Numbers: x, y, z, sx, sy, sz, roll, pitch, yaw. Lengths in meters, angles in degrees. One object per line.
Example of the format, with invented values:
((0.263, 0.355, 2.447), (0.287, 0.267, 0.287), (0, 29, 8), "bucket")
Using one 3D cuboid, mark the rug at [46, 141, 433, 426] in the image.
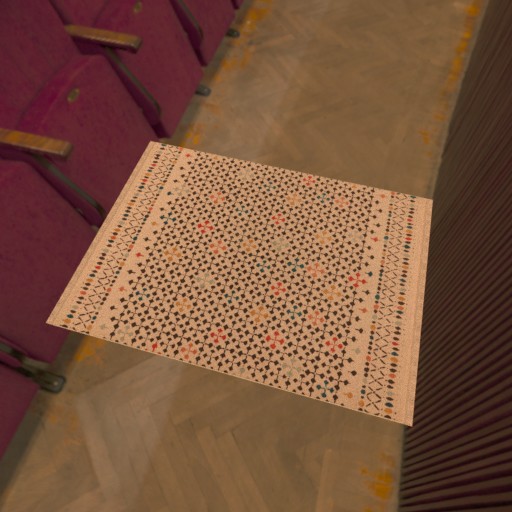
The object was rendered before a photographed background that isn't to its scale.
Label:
((0.000, 0.000, 2.088), (1.556, 0.006, 1.146), (13, 59, 8), "rug")
